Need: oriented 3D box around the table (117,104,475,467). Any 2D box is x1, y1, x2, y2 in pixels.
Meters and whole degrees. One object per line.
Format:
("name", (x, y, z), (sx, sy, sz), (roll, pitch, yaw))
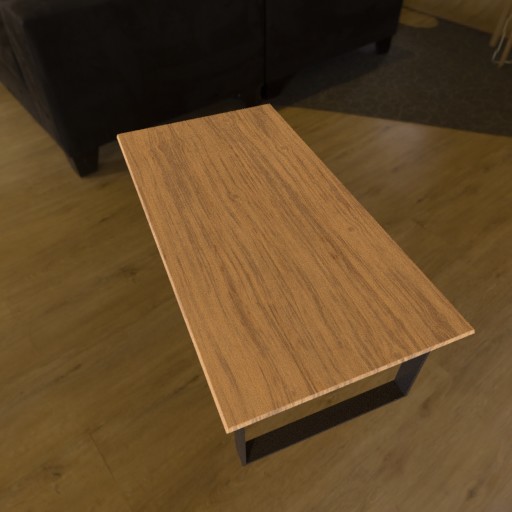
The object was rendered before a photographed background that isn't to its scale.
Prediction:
("table", (0.000, 0.000, 1.650), (0.693, 0.445, 1.331), (-17, 48, -15))
